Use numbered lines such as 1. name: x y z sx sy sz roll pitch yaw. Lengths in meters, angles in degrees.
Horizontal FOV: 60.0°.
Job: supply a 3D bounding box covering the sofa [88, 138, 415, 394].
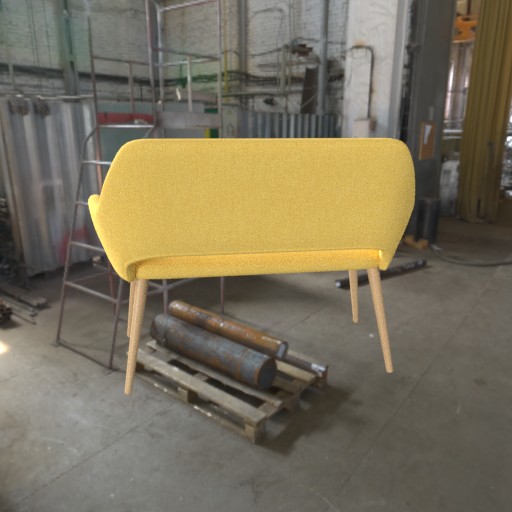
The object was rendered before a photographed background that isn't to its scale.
1. sofa: 0.000 0.000 1.615 1.150 0.840 0.610 -2 16 -8
